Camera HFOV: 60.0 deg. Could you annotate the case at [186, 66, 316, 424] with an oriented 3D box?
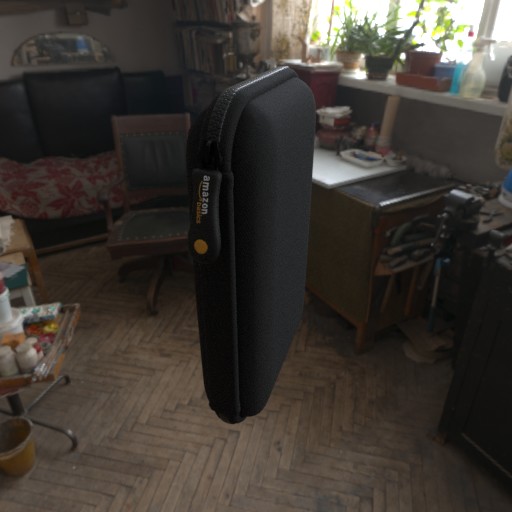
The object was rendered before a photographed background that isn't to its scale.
[{"bbox_3d":[0.000,0.000,0.196,0.030,0.147,0.107,10,31,16],"label":"case"}]
